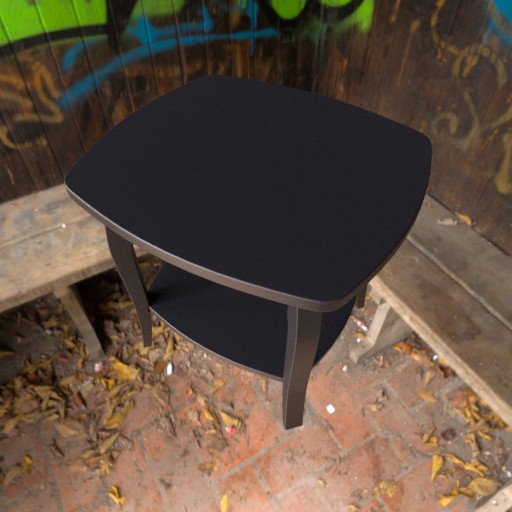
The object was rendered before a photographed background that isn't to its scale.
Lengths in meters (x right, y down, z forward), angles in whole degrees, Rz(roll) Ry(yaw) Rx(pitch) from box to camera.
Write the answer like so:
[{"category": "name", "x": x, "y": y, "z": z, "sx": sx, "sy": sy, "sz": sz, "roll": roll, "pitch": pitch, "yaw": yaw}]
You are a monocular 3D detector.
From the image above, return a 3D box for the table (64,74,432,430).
[{"category": "table", "x": 0.000, "y": 0.000, "z": 0.856, "sx": 0.508, "sy": 0.457, "sz": 0.457, "roll": 24, "pitch": 52, "yaw": 20}]
